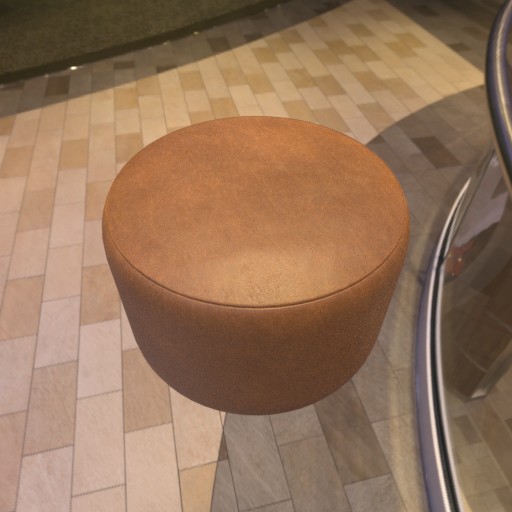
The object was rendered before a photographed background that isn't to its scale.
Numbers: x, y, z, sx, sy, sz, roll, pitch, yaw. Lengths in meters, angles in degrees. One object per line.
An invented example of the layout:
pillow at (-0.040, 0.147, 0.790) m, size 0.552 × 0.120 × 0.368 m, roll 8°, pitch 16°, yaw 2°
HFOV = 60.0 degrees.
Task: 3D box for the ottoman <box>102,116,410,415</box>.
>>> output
ottoman at (0.000, 0.000, 0.996) m, size 0.607 × 0.438 × 0.607 m, roll 0°, pitch 46°, yaw 0°
